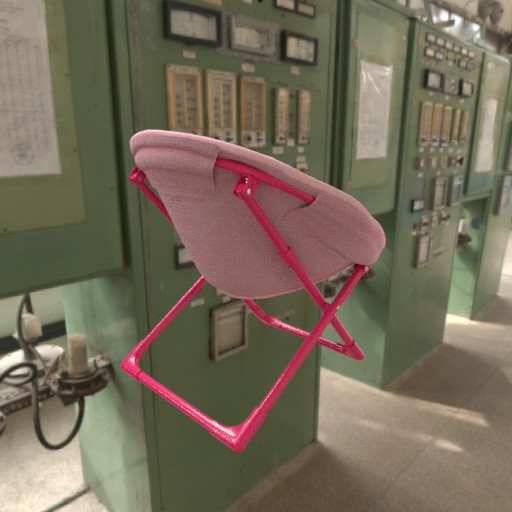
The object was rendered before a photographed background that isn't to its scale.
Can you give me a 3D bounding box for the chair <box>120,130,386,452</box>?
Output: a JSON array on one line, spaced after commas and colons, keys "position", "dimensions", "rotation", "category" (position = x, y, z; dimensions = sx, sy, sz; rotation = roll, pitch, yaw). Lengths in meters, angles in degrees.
[{"position": [0.000, 0.000, 0.913], "dimensions": [0.459, 0.494, 0.522], "rotation": [-14, 20, -43], "category": "chair"}]
